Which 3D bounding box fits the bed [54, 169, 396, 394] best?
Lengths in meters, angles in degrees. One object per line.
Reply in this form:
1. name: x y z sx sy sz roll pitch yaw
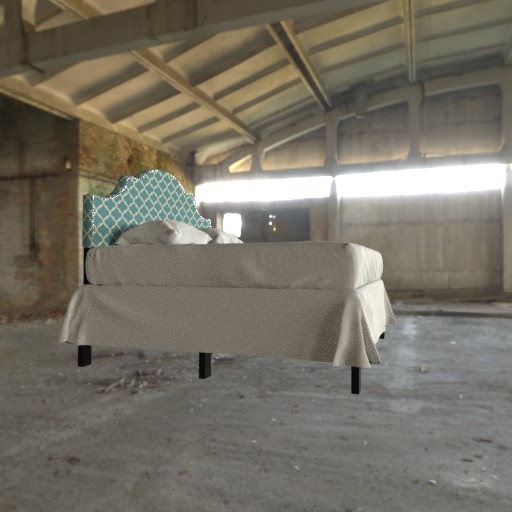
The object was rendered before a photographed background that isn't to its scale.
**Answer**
1. bed: 0.000 0.000 3.814 2.222 1.601 2.314 0 -1 20
